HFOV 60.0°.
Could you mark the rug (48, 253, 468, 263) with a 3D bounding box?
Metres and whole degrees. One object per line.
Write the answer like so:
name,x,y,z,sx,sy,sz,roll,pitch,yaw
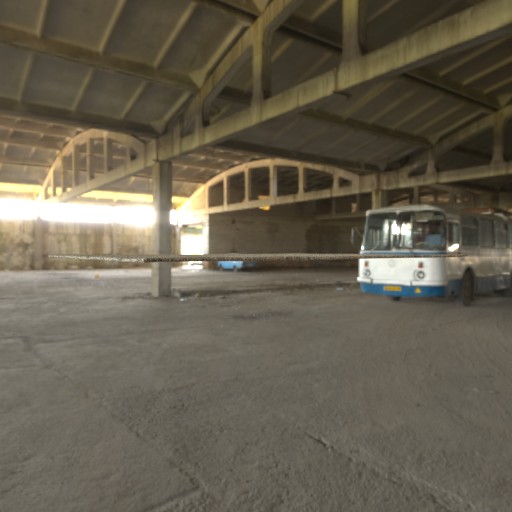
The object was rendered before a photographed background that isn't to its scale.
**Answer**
rug,0.000,0.000,4.228,3.199,0.036,2.414,0,1,-36
